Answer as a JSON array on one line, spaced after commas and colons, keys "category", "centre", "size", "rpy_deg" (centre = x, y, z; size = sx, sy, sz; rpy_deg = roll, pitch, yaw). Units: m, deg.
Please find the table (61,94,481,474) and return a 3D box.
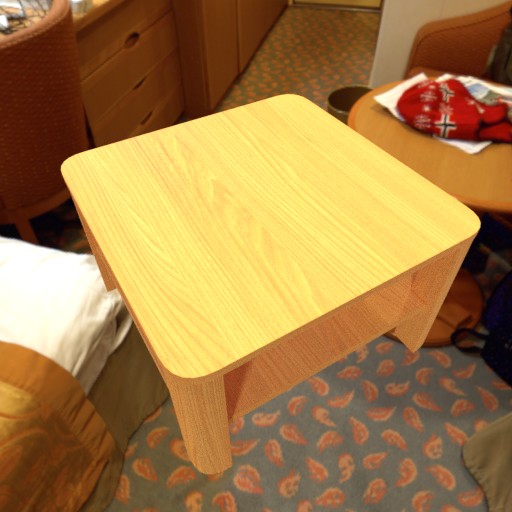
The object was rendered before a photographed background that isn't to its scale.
[{"category": "table", "centre": [0.000, 0.000, 1.210], "size": [0.750, 0.450, 0.750], "rpy_deg": [-24, 50, -21]}]
